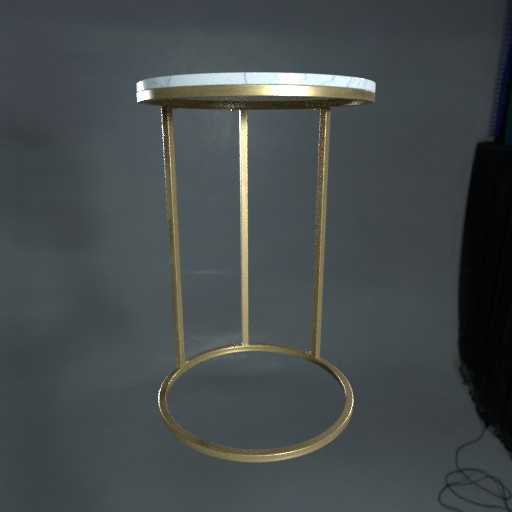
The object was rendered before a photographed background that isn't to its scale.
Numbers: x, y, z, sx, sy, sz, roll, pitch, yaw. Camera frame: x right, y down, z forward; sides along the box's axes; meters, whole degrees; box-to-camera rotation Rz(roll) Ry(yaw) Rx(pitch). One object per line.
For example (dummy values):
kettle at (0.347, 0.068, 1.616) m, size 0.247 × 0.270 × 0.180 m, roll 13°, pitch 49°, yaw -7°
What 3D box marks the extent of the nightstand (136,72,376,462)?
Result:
nightstand at (0.000, 0.000, 0.850) m, size 0.400 × 0.610 × 0.400 m, roll -2°, pitch 16°, yaw -8°
